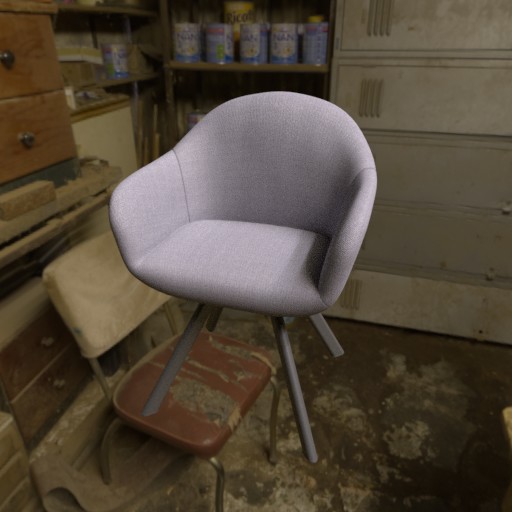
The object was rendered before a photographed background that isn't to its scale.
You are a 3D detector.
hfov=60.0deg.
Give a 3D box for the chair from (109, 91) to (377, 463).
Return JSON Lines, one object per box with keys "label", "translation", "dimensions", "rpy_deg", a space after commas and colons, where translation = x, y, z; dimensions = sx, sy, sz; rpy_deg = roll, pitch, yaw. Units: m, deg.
{"label": "chair", "translation": [0.000, 0.000, 1.204], "dimensions": [0.590, 0.795, 0.550], "rpy_deg": [8, 28, 17]}
